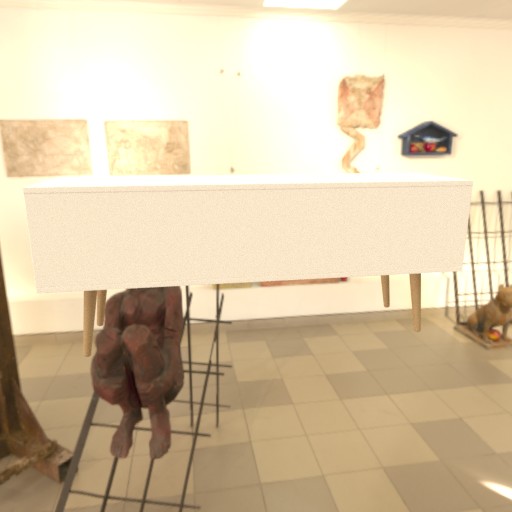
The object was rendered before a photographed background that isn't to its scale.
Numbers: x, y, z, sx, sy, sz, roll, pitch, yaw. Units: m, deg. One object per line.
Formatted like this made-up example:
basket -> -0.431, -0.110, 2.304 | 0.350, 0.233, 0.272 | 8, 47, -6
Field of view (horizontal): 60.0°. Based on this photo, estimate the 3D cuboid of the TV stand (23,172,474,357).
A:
TV stand -> 0.000, 0.000, 1.619 | 1.398, 0.560, 0.401 | -2, 15, -9
